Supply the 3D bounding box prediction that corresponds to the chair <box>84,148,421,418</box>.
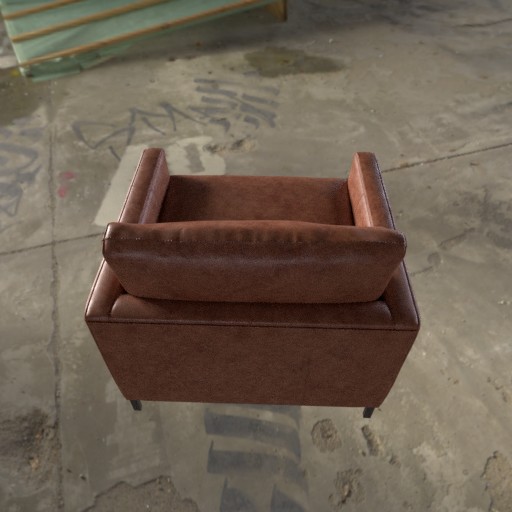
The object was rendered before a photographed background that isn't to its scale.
[{"bbox_3d":[0.000,0.000,1.636,0.967,0.869,0.862,1,47,1],"label":"chair"}]
